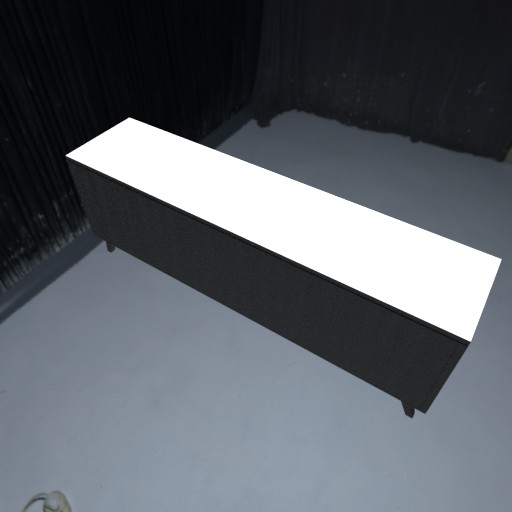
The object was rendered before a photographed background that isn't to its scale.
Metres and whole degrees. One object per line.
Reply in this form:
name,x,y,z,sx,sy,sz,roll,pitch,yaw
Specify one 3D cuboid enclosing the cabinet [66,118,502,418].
cabinet,0.000,0.000,2.457,2.198,0.779,0.499,25,51,22
